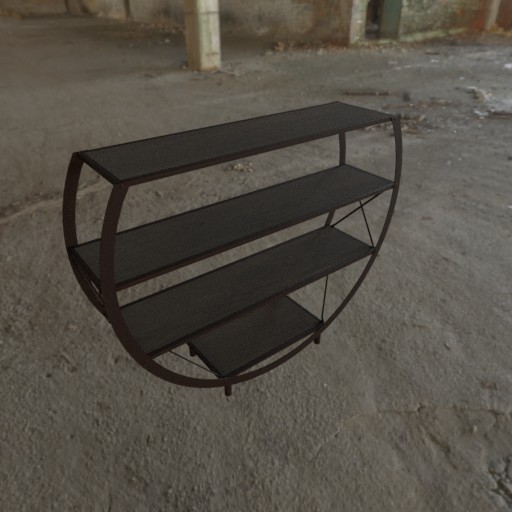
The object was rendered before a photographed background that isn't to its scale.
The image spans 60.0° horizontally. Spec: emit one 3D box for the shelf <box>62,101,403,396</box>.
[{"bbox_3d":[0.000,0.000,1.893,1.403,1.063,0.344,-22,38,-31],"label":"shelf"}]
